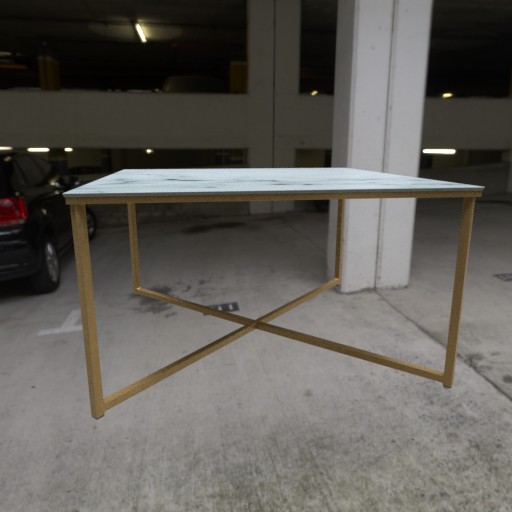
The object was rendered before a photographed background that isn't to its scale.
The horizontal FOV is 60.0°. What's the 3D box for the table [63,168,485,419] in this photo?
[{"bbox_3d":[0.000,0.000,1.262,0.800,0.450,0.800,-2,14,-9],"label":"table"}]
